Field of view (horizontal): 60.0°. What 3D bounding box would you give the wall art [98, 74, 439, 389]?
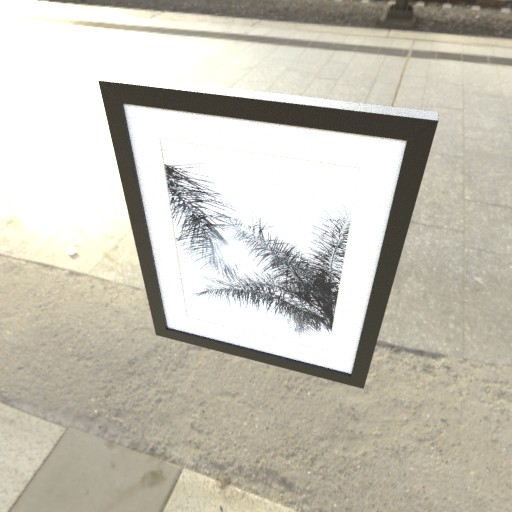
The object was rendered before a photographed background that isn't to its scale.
[{"bbox_3d":[0.000,0.000,0.763,0.457,0.557,0.028,11,42,13],"label":"wall art"}]
